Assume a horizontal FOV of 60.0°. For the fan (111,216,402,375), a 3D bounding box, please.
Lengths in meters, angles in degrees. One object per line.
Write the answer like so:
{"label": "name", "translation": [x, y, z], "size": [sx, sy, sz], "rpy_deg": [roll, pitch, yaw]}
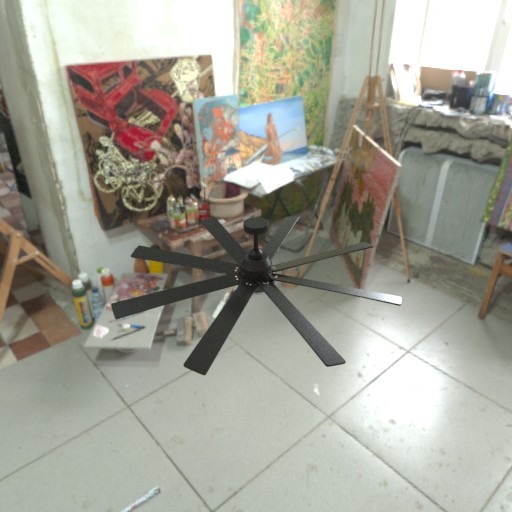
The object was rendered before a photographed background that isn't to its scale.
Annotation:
{"label": "fan", "translation": [0.000, 0.000, 2.825], "size": [1.830, 0.472, 1.830], "rpy_deg": [10, 32, 16]}
